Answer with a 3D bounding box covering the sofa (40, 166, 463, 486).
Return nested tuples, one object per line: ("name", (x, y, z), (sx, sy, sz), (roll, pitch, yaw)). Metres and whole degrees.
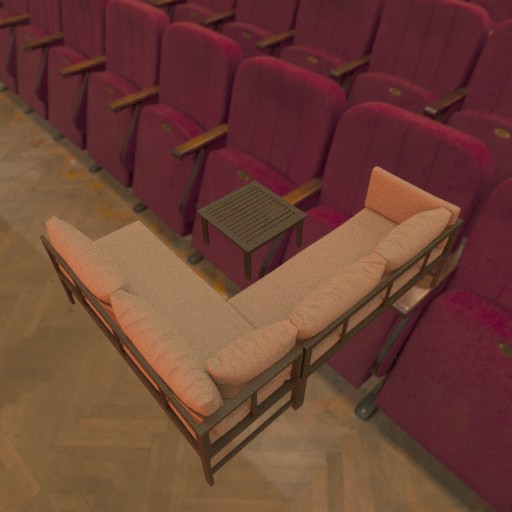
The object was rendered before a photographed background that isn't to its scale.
("sofa", (0.000, 0.000, 2.960), (2.096, 0.758, 1.658), (-32, 53, -28))
